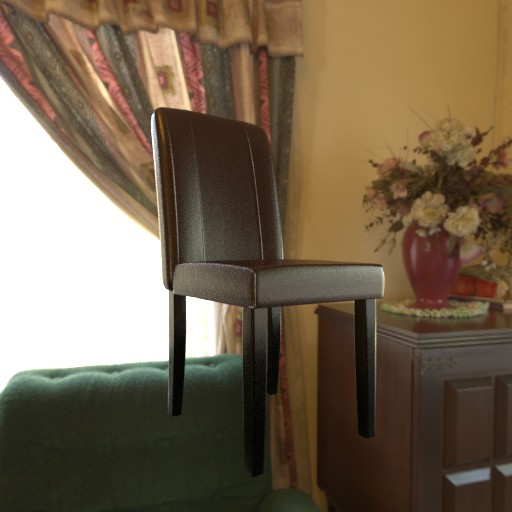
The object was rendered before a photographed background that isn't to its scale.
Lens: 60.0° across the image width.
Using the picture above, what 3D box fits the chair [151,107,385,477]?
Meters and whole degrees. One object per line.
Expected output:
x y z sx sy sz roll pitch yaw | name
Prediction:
0.000 0.000 1.210 0.399 0.897 0.556 0 0 -34 | chair
